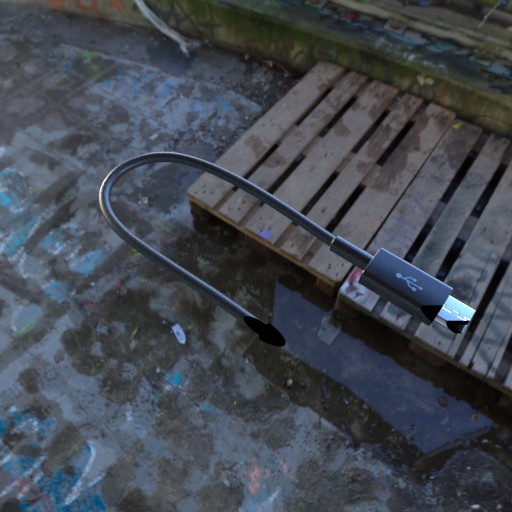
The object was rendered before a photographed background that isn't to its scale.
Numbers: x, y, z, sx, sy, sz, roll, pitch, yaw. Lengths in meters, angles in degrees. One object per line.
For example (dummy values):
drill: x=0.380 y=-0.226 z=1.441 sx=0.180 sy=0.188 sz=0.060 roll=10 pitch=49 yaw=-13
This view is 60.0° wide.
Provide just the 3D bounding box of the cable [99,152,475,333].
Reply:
cable: x=0.000 y=0.000 z=0.110 sx=0.098 sy=0.006 sz=0.040 roll=33 pitch=64 yaw=19
